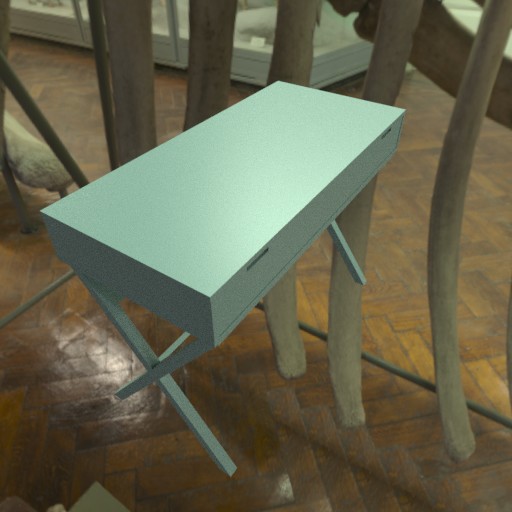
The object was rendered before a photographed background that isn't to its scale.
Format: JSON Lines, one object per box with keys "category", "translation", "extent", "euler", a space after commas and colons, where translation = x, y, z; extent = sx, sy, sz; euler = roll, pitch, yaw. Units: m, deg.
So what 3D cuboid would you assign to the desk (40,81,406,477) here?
{"category": "desk", "translation": [0.000, 0.000, 1.511], "extent": [0.509, 0.780, 1.059], "euler": [24, 46, 25]}
